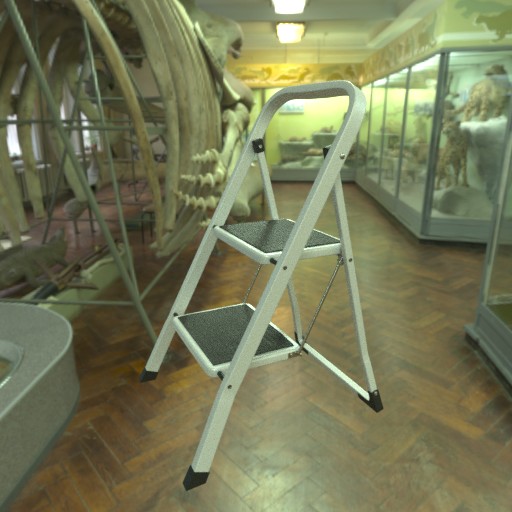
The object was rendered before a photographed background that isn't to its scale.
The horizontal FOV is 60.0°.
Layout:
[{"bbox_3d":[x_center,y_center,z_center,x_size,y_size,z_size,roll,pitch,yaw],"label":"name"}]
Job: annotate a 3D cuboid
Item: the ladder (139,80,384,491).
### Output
[{"bbox_3d":[0.000,0.000,1.101,0.544,0.810,0.460,-8,19,-25],"label":"ladder"}]
